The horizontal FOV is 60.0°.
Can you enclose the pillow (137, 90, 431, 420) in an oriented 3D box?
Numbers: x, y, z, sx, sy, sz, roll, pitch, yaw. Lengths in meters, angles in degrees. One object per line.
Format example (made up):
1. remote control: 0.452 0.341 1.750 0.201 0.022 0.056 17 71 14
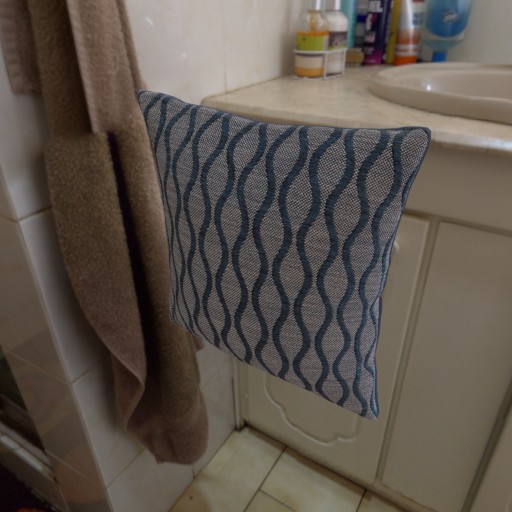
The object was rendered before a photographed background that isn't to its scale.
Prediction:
1. pillow: 0.000 0.000 0.659 0.435 0.435 0.159 19 35 29
